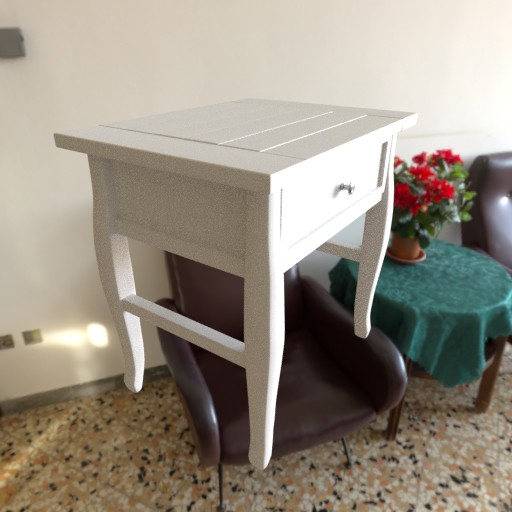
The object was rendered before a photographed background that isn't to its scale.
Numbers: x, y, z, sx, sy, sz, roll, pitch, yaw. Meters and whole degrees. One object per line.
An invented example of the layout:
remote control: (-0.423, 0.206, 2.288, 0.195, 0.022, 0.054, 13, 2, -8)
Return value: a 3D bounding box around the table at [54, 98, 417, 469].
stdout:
table: (0.000, 0.000, 1.023, 0.463, 0.605, 0.599, 17, 31, 31)
